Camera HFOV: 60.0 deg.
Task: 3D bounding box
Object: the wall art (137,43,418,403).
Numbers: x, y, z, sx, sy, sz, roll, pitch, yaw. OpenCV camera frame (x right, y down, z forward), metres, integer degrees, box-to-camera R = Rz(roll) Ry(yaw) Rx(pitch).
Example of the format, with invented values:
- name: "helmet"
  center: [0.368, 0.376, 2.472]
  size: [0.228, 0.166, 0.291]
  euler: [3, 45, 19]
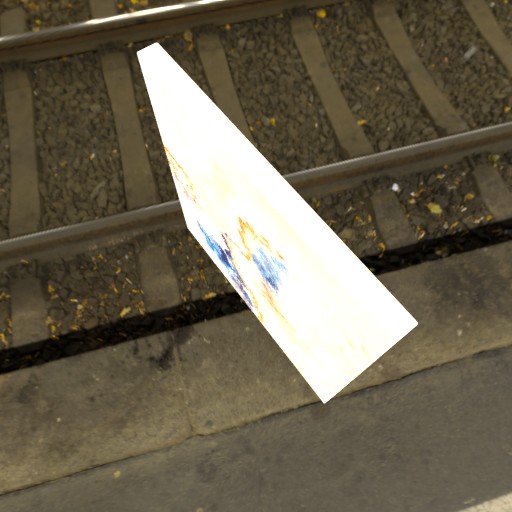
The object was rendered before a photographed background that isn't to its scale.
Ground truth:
- name: "wall art"
  center: [0.000, 0.000, 1.592]
  size: [0.071, 1.061, 1.061]
  euler: [-34, 70, -15]
